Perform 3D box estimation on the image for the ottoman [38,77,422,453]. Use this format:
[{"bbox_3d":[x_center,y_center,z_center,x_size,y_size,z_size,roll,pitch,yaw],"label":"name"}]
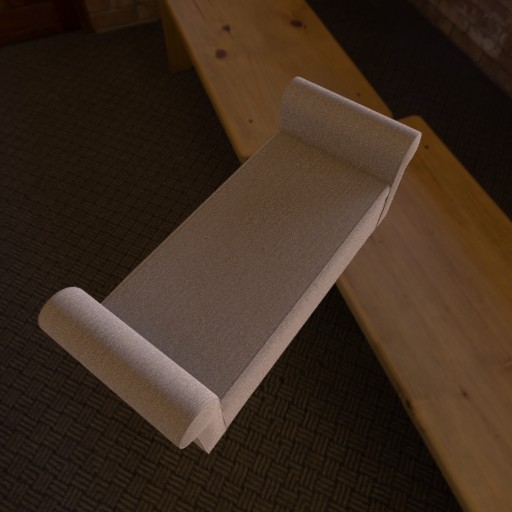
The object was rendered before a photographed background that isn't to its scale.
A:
[{"bbox_3d":[0.000,0.000,1.543,0.521,0.547,1.256,32,63,19],"label":"ottoman"}]
